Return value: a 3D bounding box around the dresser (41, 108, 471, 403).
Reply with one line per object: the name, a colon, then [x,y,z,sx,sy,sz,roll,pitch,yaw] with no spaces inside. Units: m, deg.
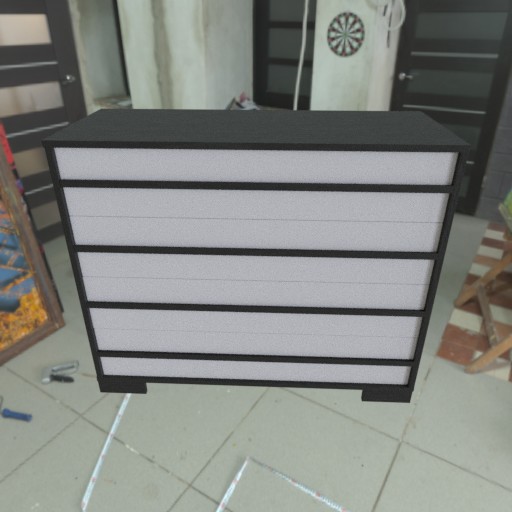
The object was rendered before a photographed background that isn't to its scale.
dresser: [0.000,0.000,1.395,0.994,0.816,0.404,1,29,2]
